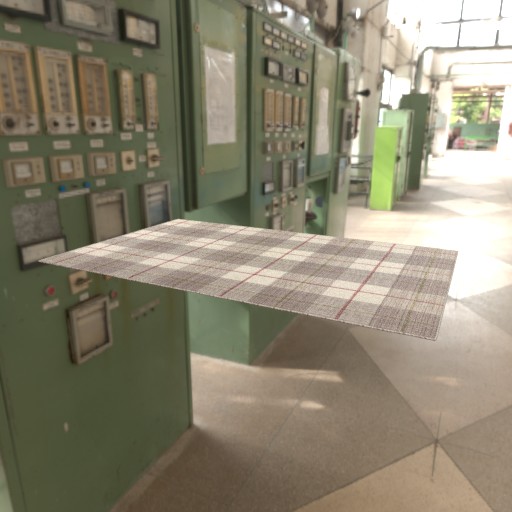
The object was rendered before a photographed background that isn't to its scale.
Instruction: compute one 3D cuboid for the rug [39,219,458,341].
[{"bbox_3d":[0.000,0.000,3.038,2.464,0.010,1.549,8,18,26],"label":"rug"}]
